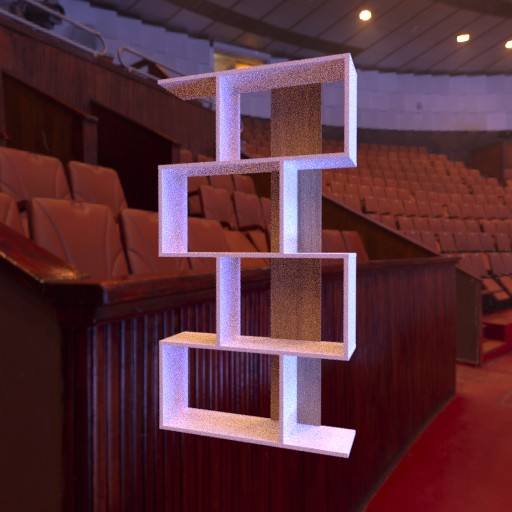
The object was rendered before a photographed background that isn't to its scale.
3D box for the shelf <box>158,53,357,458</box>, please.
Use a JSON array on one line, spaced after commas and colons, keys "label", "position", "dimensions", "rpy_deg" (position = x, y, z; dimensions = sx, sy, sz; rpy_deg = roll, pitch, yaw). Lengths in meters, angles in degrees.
[{"label": "shelf", "position": [0.000, 0.000, 2.070], "dimensions": [0.890, 1.650, 0.250], "rpy_deg": [0, 1, 19]}]
